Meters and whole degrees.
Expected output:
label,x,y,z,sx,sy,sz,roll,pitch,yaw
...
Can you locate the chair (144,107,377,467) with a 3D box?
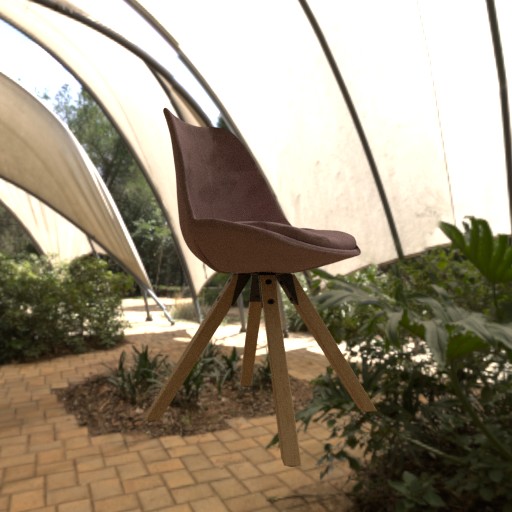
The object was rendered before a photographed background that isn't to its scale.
label,x,y,z,sx,sy,sz,roll,pitch,yaw
chair,0.000,0.000,1.208,0.550,0.850,0.485,-1,-1,36
